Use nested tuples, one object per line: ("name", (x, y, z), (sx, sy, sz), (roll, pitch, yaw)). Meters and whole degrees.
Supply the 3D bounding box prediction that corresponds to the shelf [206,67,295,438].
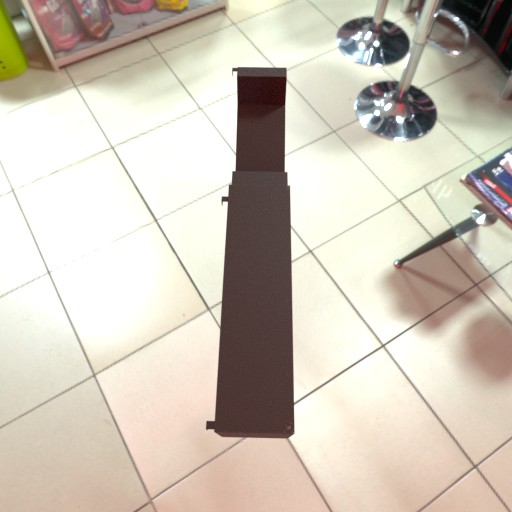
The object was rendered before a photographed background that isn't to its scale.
("shelf", (0.000, 0.000, 0.921), (0.112, 0.439, 0.729), (1, 63, 1))
